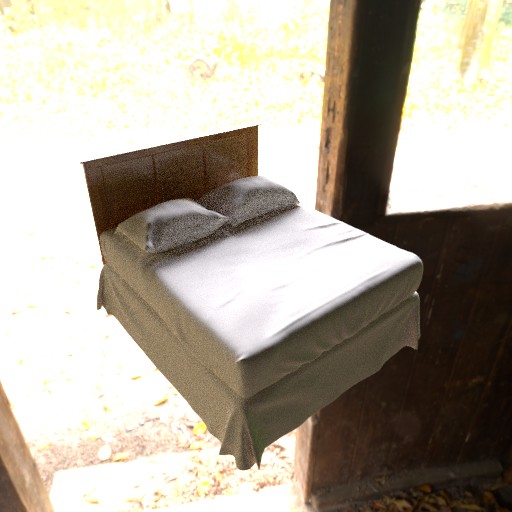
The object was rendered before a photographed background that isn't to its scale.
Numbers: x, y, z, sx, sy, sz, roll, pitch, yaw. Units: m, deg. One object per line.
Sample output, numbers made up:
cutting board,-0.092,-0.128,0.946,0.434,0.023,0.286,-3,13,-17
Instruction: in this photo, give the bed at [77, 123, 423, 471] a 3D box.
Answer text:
bed,0.000,0.000,3.248,1.870,1.273,2.035,-23,38,-33
